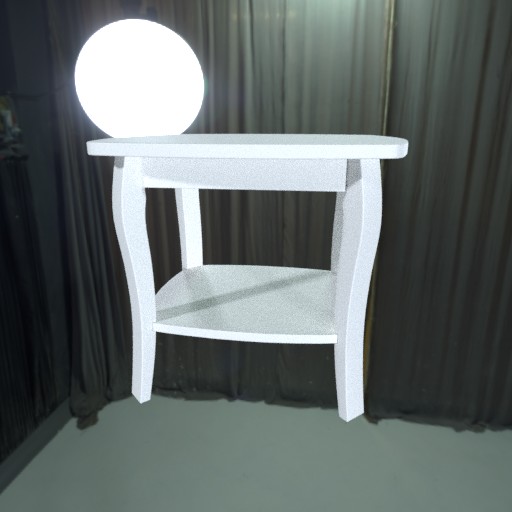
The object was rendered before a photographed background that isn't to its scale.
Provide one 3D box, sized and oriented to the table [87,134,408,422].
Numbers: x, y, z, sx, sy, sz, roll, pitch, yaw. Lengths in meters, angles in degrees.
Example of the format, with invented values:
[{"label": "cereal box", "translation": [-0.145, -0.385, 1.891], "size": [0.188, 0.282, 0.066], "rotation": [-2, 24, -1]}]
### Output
[{"label": "table", "translation": [0.000, 0.000, 0.847], "size": [0.502, 0.438, 0.451], "rotation": [2, 17, 8]}]
